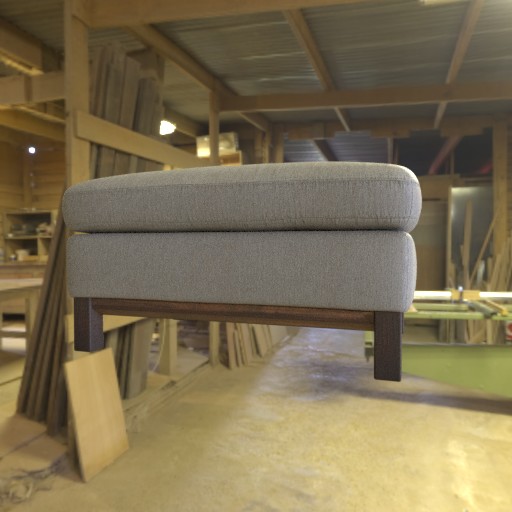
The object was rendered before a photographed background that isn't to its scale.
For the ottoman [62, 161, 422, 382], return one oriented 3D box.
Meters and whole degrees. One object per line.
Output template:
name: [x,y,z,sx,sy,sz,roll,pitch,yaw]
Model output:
ottoman: [0.000,0.000,1.060,0.735,0.404,0.528,0,2,19]
